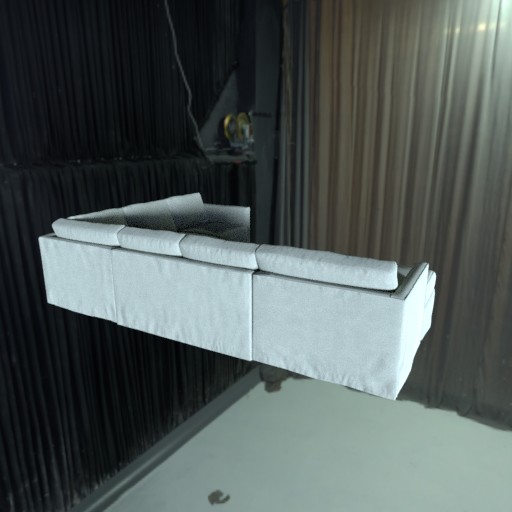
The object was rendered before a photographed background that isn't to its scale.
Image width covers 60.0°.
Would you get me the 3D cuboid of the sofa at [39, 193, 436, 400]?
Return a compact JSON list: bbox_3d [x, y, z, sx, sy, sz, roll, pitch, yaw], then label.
[{"bbox_3d":[0.000,0.000,4.510,3.434,0.869,2.440,9,18,28],"label":"sofa"}]
